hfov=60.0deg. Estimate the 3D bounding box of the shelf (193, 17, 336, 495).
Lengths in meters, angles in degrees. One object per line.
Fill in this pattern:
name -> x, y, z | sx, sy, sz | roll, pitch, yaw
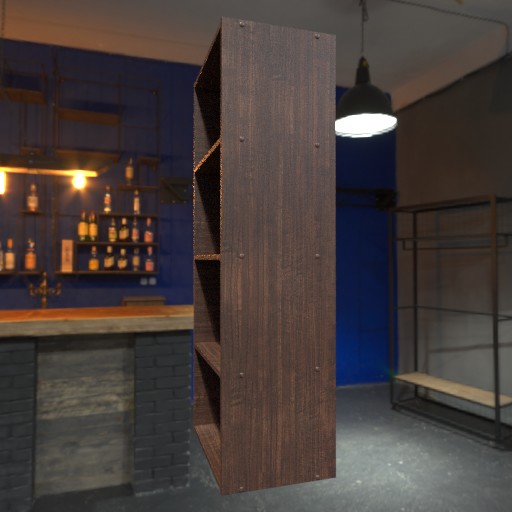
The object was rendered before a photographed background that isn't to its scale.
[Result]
shelf -> 0.000, 0.000, 1.255 | 0.290, 1.099, 0.415 | 0, 0, -17
